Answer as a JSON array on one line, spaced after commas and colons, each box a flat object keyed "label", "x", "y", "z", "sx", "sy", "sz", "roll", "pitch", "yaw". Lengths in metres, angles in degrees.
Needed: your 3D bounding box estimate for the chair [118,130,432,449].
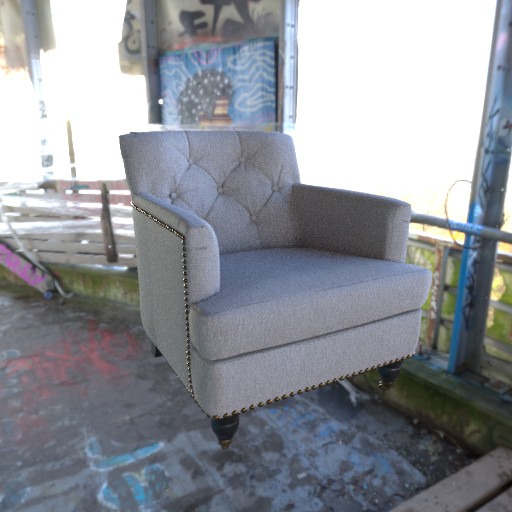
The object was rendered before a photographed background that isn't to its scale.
[{"label": "chair", "x": 0.000, "y": 0.000, "z": 1.506, "sx": 0.737, "sy": 0.823, "sz": 0.902, "roll": -8, "pitch": 18, "yaw": -27}]
